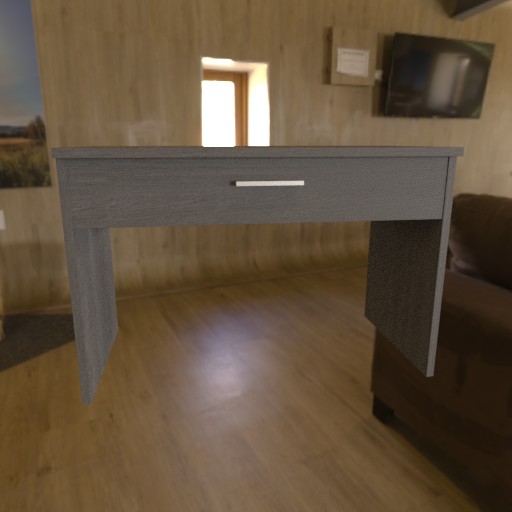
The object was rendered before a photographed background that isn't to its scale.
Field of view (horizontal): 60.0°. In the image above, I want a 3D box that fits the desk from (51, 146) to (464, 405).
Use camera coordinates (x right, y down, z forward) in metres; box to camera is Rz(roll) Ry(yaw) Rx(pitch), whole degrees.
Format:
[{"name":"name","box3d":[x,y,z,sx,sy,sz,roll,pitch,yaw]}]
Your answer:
[{"name":"desk","box3d":[0.000,0.000,1.521,1.099,0.729,0.557,-2,15,-8]}]
